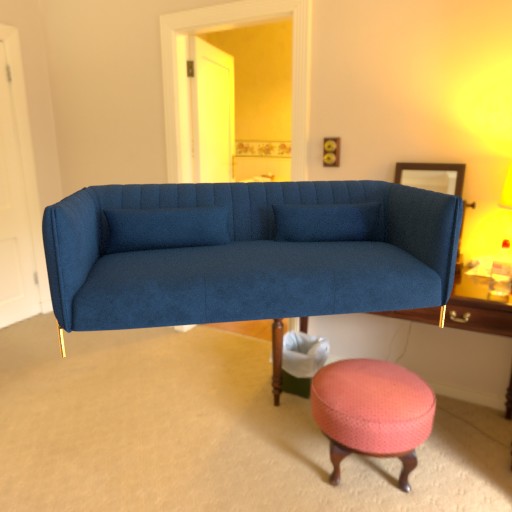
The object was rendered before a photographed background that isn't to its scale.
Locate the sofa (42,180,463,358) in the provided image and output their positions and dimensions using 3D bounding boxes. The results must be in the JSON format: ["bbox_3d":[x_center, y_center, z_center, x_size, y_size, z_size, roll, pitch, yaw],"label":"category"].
[{"bbox_3d":[0.000,0.000,2.616,2.136,0.793,0.896,-3,15,-10],"label":"sofa"}]
